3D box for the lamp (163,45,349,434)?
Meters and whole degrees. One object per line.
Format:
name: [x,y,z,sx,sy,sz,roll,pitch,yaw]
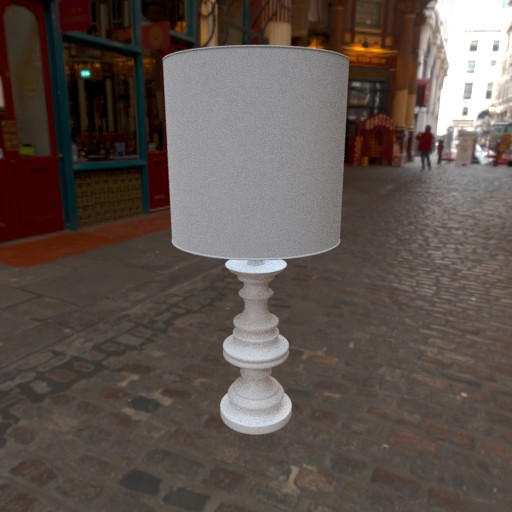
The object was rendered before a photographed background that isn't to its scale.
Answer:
lamp: [0.000,0.000,0.564,0.208,0.455,0.208,8,17,26]
